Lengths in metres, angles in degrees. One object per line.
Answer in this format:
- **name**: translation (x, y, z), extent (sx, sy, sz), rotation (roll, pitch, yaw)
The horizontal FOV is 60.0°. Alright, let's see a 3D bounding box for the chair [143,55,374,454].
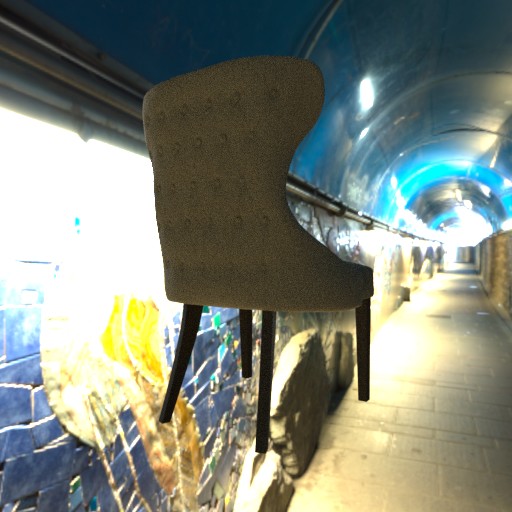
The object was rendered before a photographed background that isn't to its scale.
- **chair**: translation (0.000, 0.000, 1.378), extent (0.628, 0.967, 0.635), rotation (0, 0, 34)
